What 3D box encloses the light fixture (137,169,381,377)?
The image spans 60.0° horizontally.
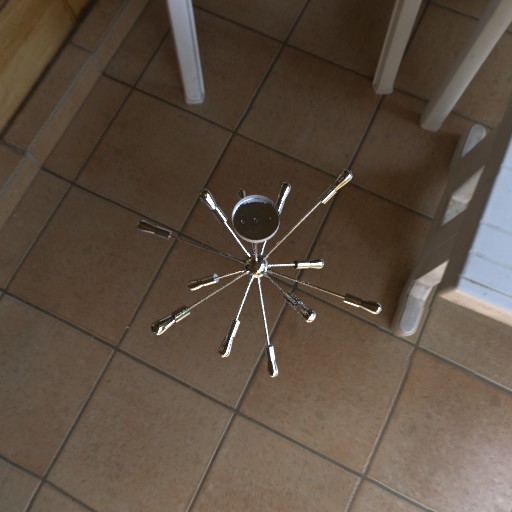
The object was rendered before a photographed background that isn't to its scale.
[{"bbox_3d":[0.000,0.000,1.066,0.684,0.558,0.509,19,76,5],"label":"light fixture"}]
